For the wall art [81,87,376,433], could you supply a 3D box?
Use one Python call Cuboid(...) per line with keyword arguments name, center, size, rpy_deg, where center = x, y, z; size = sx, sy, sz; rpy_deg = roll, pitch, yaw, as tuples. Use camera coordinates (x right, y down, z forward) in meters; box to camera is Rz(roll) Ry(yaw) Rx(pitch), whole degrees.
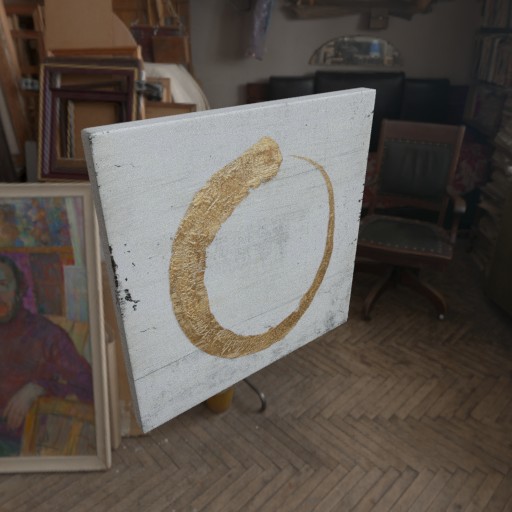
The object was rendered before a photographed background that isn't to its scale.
Cuboid(name="wall art", center=(0.000, 0.000, 0.931), size=(0.610, 0.611, 0.040), rpy_deg=(-21, 35, -32))
